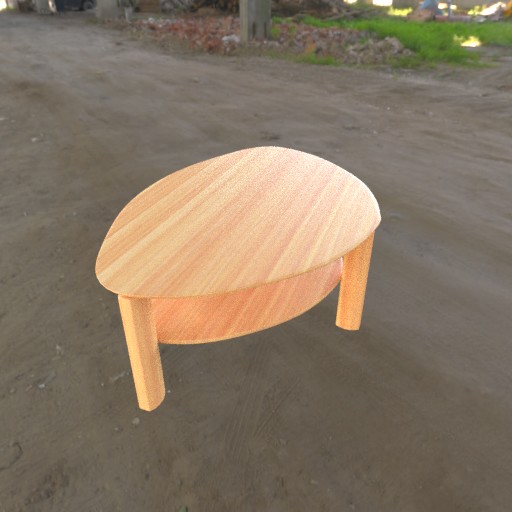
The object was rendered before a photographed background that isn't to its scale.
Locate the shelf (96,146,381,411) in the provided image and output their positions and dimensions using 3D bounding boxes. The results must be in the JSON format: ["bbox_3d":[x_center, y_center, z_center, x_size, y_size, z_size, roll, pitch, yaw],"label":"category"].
[{"bbox_3d":[0.000,0.000,1.649,0.845,0.440,1.246,11,33,18],"label":"shelf"}]
